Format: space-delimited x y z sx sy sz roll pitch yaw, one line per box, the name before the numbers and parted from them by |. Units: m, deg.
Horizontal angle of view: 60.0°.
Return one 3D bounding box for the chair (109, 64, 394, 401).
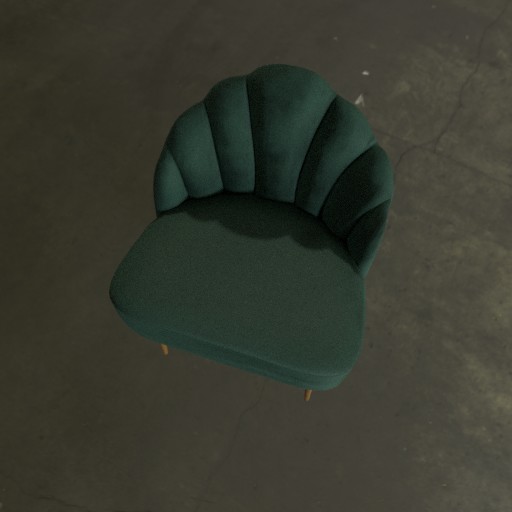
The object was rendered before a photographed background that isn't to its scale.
chair | 0.000 0.000 1.247 0.657 0.819 0.599 16 61 9
